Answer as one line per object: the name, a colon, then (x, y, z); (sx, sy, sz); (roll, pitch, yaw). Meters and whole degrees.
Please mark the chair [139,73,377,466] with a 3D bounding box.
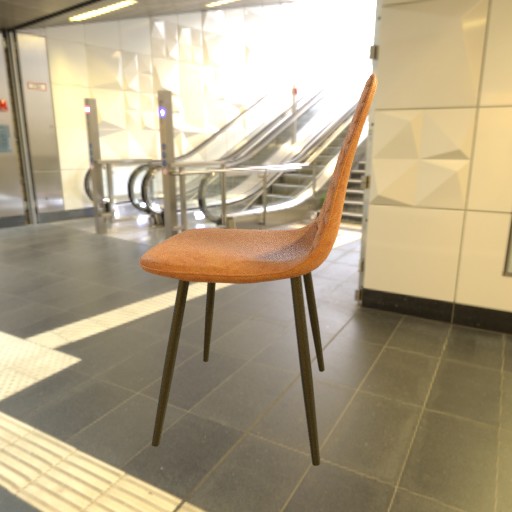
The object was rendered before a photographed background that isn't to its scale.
chair: (0.000, 0.000, 1.186); (0.561, 0.889, 0.472); (2, 15, 9)
